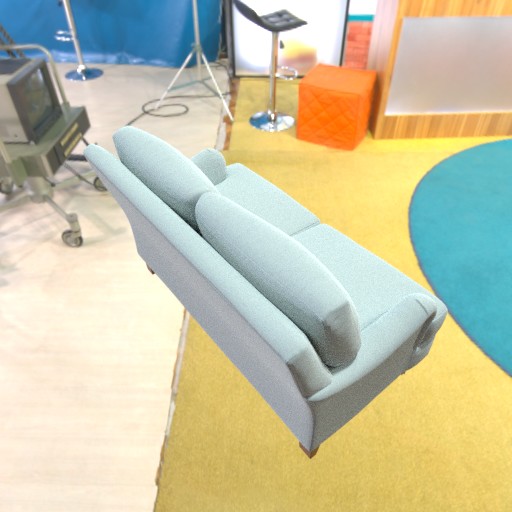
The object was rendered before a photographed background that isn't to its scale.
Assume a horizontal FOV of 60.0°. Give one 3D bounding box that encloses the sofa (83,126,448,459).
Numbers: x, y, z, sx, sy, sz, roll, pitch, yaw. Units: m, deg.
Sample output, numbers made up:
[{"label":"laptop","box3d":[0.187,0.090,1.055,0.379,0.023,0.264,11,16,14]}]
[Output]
[{"label":"sofa","box3d":[0.000,0.000,2.476,1.084,1.101,1.853,-27,48,-27]}]
